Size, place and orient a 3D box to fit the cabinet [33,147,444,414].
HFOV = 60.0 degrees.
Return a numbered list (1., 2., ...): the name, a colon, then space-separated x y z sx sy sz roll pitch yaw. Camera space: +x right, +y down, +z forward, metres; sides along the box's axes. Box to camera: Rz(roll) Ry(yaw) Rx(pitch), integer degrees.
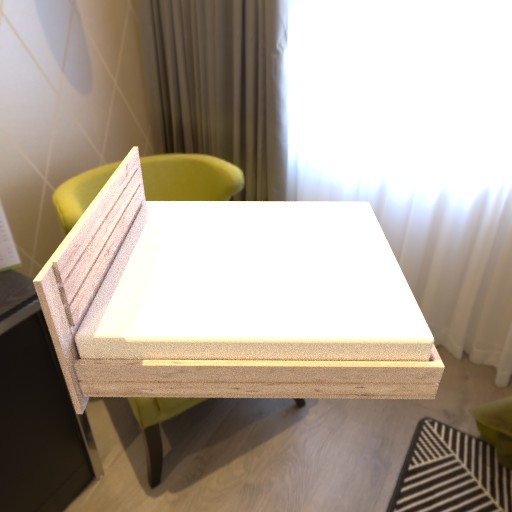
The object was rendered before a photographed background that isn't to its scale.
1. cabinet: 0.000 0.000 3.151 2.080 0.970 1.950 0 32 0
